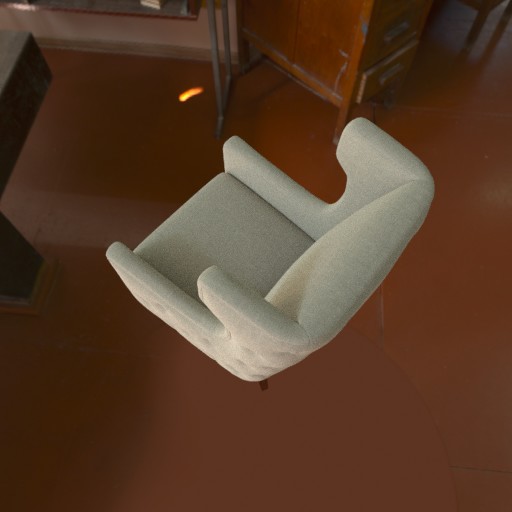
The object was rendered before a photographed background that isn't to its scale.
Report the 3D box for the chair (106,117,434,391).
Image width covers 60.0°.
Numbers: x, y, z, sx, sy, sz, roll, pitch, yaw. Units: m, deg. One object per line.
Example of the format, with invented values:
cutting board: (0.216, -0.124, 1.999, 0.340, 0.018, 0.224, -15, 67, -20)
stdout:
chair: (0.000, 0.000, 1.702, 0.899, 1.079, 0.778, 37, 68, 17)
